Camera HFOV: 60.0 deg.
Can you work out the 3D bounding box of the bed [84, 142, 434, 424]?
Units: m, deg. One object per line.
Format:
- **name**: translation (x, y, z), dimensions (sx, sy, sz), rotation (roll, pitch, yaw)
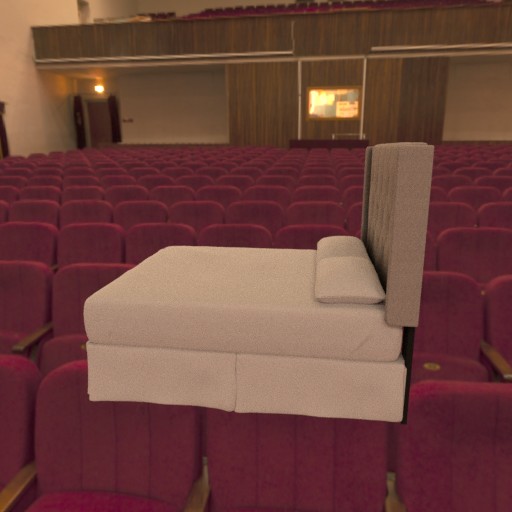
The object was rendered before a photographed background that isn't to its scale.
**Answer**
- **bed**: translation (0.000, 0.000, 3.380), dimensions (2.066, 1.665, 1.719), rotation (2, 14, 8)
